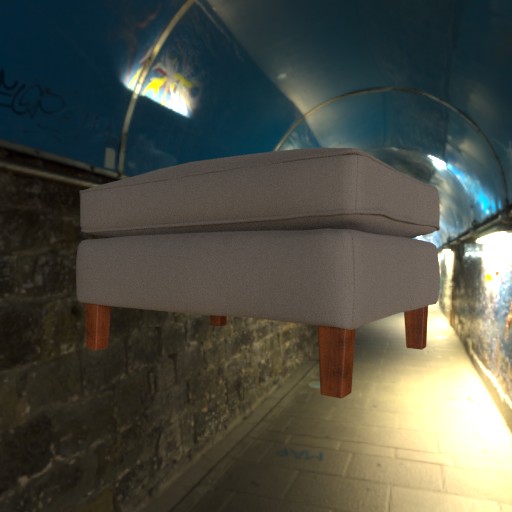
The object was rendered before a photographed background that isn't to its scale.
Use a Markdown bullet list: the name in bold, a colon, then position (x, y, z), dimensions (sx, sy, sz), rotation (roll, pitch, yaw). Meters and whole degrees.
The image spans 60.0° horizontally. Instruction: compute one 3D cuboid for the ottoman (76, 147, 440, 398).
- **ottoman**: position (0.000, 0.000, 0.982), dimensions (0.686, 0.406, 0.508), rotation (0, 0, 35)
